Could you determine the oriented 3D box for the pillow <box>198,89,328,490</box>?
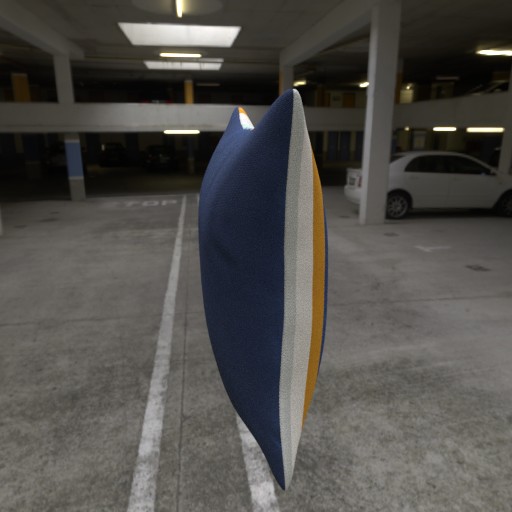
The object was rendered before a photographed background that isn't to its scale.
[{"bbox_3d":[0.000,0.000,0.686,0.173,0.454,0.463,-2,16,-8],"label":"pillow"}]
